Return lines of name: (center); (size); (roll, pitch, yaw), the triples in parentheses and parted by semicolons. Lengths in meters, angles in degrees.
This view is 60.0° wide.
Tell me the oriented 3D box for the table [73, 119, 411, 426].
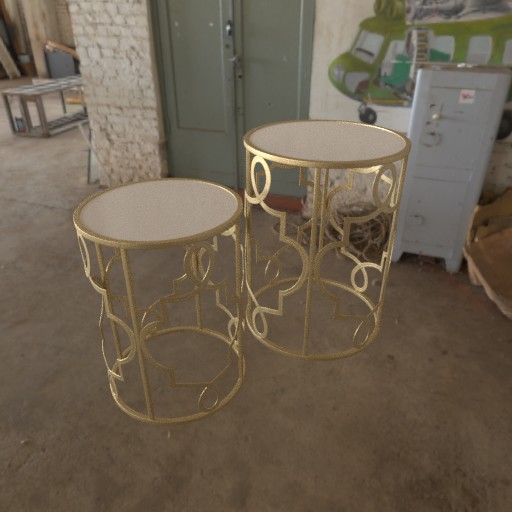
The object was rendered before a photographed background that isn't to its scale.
table: (0.000, 0.000, 1.173); (0.846, 0.564, 0.420); (-18, 34, -28)
